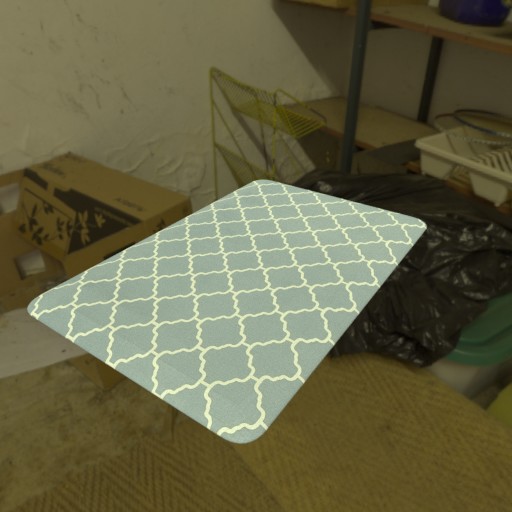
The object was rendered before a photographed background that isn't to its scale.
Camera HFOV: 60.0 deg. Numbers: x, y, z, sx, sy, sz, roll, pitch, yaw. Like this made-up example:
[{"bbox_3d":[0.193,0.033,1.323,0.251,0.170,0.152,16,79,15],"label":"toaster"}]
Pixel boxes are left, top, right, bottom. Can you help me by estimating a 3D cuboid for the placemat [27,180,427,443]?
[{"bbox_3d":[0.000,0.000,0.934,0.508,0.021,0.762,20,37,29],"label":"placemat"}]
